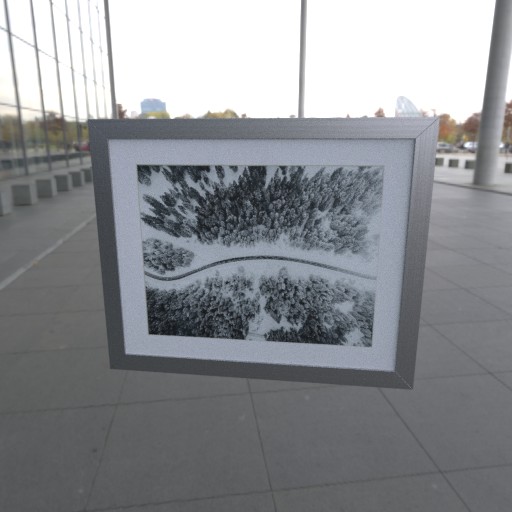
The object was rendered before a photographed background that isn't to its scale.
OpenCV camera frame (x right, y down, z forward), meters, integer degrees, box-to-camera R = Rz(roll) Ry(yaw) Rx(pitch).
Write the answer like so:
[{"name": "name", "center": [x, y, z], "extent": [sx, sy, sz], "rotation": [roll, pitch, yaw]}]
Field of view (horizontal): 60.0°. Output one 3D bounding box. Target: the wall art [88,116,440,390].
[{"name": "wall art", "center": [0.000, 0.000, 0.768], "extent": [0.557, 0.456, 0.032], "rotation": [2, 15, 7]}]
